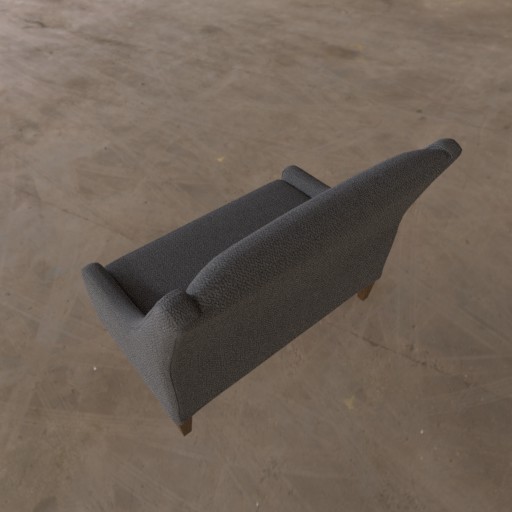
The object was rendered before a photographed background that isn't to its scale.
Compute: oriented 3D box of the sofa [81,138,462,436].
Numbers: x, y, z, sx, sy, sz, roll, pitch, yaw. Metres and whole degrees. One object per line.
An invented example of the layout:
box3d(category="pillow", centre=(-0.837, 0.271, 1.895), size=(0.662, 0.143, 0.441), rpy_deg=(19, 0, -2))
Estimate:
box3d(category="sofa", centre=(0.000, 0.000, 1.877), size=(1.242, 1.022, 0.873), rpy_deg=(-31, 52, -27))
